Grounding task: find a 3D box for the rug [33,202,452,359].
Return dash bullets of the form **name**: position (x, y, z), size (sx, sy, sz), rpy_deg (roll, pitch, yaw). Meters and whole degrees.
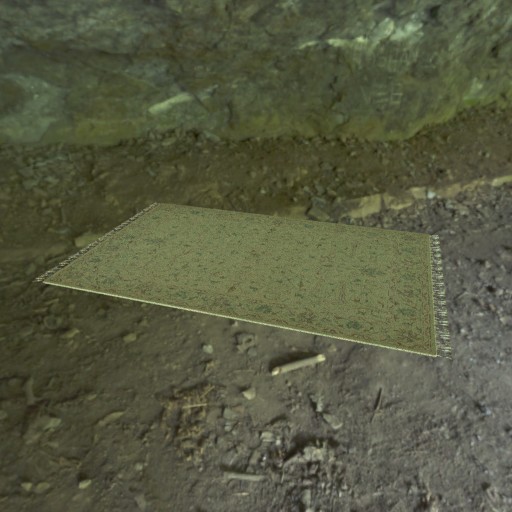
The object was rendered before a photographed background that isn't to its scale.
- **rug**: position (0.000, 0.000, 3.066), size (2.435, 0.010, 1.544), rpy_deg (8, 28, 16)
